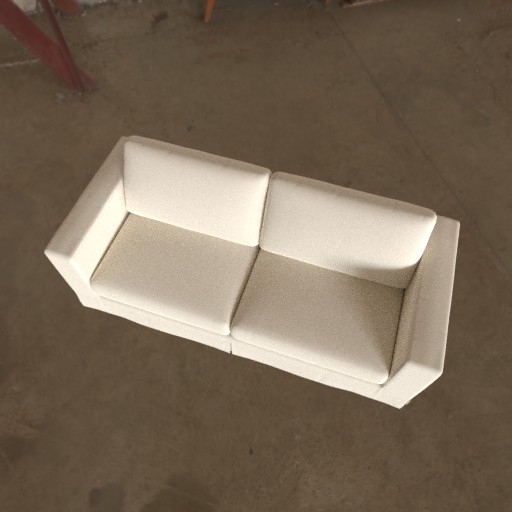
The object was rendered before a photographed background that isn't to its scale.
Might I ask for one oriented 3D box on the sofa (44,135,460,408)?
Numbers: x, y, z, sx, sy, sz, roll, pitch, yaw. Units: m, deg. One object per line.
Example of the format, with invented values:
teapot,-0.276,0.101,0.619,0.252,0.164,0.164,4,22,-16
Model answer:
sofa,0.000,0.000,2.634,2.163,0.881,0.954,16,60,9
